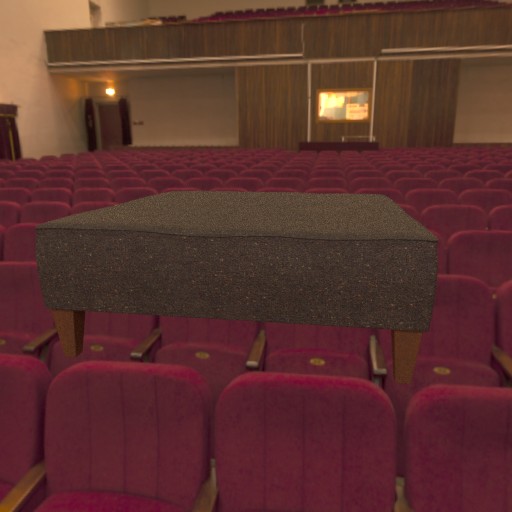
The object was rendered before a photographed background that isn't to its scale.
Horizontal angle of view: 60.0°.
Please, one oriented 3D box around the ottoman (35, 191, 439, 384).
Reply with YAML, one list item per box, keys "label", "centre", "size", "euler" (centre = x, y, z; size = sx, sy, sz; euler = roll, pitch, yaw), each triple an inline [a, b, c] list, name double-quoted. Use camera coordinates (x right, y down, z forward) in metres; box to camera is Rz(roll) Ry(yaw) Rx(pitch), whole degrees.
- label: "ottoman"
  centre: [0.000, 0.000, 1.538]
  size: [0.968, 0.382, 1.004]
  euler: [2, 14, 9]
